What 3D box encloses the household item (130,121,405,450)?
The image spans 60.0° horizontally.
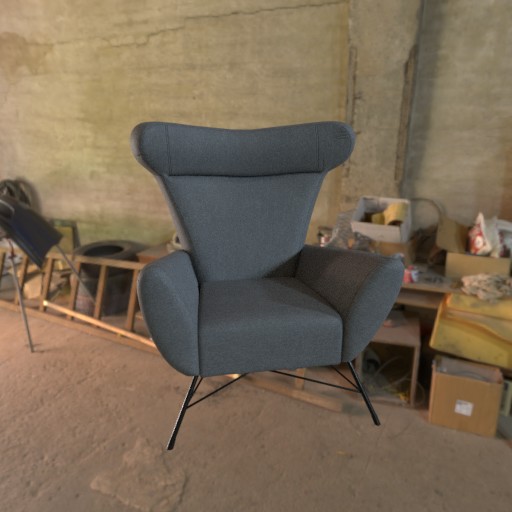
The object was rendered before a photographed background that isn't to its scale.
[{"bbox_3d":[0.000,0.000,1.810,0.980,1.050,0.900,-3,18,-9],"label":"household item"}]
